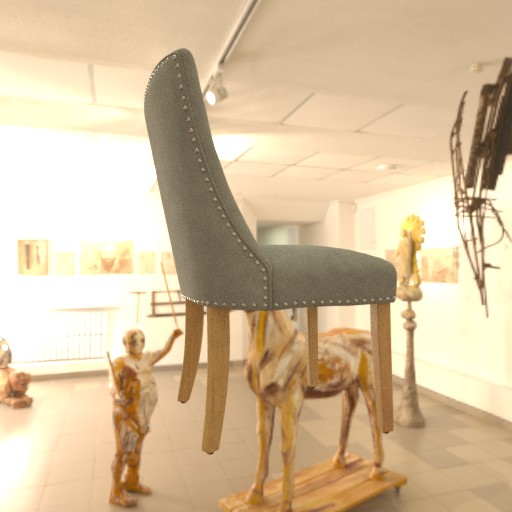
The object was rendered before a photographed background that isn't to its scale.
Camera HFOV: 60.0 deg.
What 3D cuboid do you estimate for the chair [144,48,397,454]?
[{"bbox_3d":[0.000,0.000,1.245,0.610,0.902,0.495,0,-1,-18],"label":"chair"}]
